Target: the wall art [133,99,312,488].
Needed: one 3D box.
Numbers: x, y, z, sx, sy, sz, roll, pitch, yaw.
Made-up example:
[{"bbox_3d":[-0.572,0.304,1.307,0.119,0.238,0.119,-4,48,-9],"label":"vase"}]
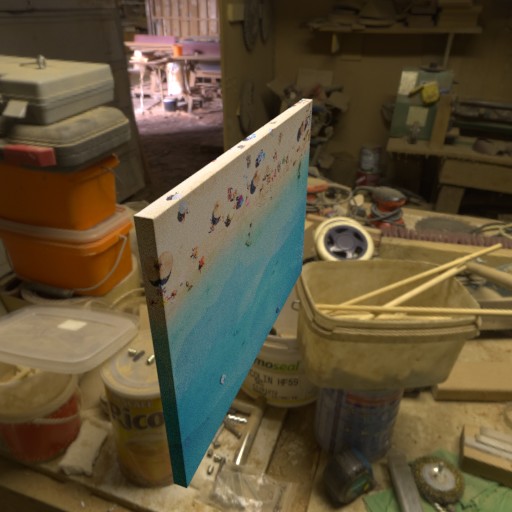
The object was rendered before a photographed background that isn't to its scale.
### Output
[{"bbox_3d":[0.000,0.000,1.422,0.040,0.769,1.136,10,32,17],"label":"wall art"}]
